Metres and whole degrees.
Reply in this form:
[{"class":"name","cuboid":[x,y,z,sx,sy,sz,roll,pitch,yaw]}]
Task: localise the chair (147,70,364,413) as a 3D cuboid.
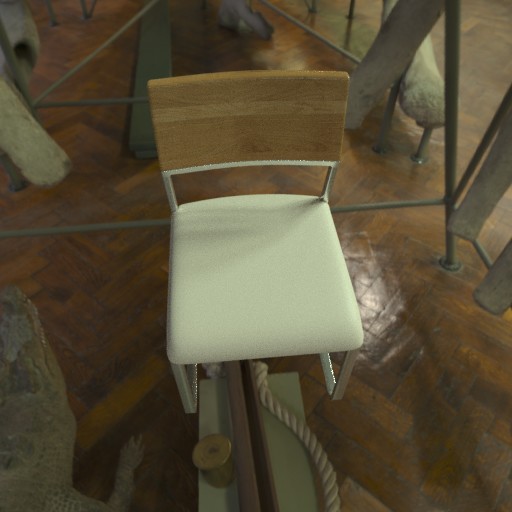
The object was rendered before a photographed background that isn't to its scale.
[{"class":"chair","cuboid":[0.000,0.000,1.211,0.467,0.844,0.585,-4,47,-4]}]
